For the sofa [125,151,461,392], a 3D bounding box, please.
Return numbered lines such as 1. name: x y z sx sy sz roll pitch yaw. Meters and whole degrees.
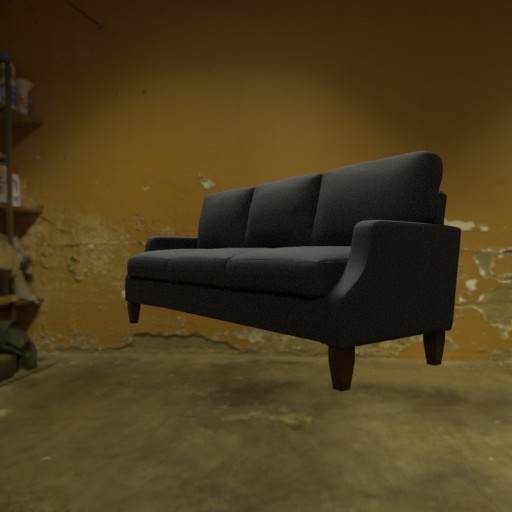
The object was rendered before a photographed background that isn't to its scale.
1. sofa: 0.000 0.000 2.657 0.888 0.984 2.115 0 0 -37
